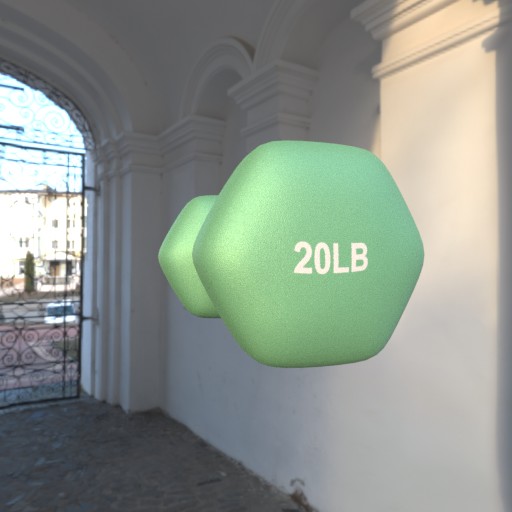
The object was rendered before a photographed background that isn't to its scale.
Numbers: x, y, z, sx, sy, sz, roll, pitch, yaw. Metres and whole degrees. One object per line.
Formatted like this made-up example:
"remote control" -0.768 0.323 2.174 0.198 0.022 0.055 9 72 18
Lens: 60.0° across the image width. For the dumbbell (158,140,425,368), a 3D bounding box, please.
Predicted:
"dumbbell" 0.000 0.000 0.335 0.129 0.117 0.260 0 0 -17
